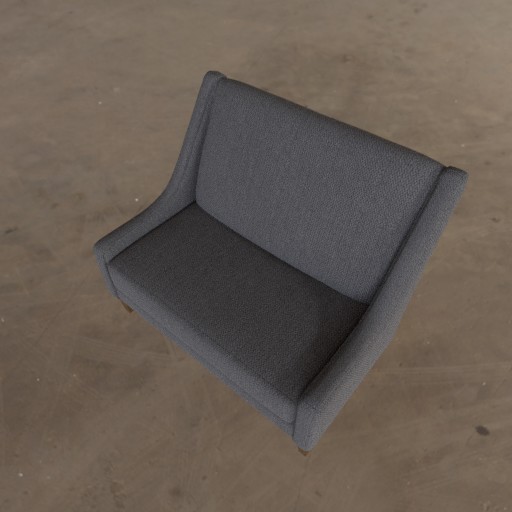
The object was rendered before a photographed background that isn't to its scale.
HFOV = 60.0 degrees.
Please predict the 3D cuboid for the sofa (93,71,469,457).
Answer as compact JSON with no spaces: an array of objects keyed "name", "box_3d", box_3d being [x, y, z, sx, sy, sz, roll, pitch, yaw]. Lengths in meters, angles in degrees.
[{"name":"sofa","box_3d":[0.000,0.000,1.916,1.242,1.022,0.873,32,55,26]}]
